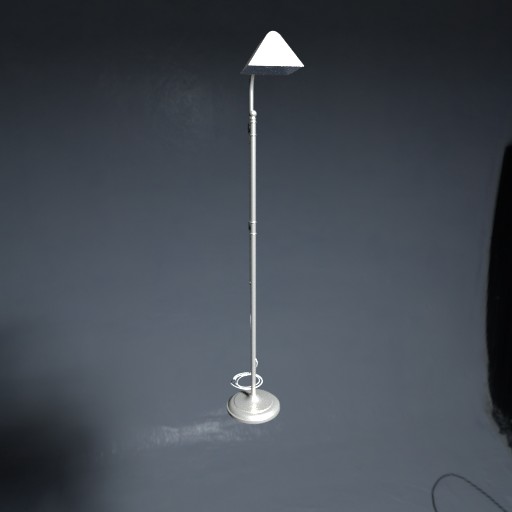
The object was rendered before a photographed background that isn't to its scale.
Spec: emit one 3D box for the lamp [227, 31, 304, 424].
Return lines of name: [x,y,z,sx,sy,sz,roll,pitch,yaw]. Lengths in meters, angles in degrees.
lamp: [0.000,0.000,1.853,0.256,1.571,0.813,-2,16,-8]
